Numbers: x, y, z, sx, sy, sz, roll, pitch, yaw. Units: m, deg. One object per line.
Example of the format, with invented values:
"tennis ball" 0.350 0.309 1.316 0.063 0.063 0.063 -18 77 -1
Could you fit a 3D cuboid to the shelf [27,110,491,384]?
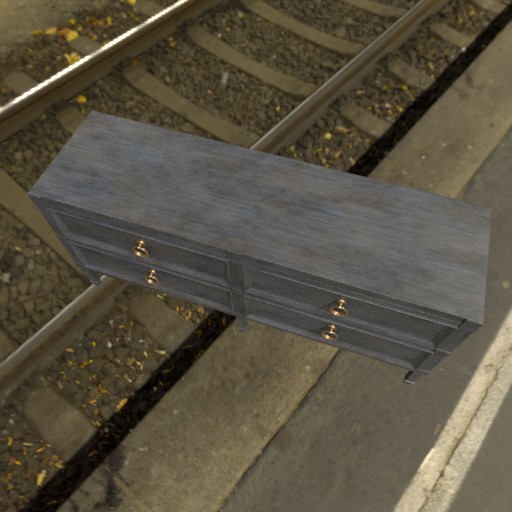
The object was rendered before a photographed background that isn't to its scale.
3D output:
"shelf" 0.000 0.000 1.866 1.575 0.719 0.479 16 60 10
